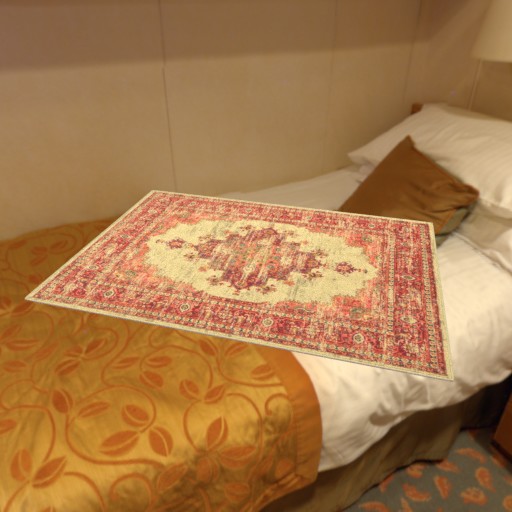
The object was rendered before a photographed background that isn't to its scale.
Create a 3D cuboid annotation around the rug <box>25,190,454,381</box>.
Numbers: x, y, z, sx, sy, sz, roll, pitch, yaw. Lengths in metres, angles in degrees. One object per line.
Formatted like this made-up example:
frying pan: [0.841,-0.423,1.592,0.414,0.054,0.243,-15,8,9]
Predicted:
rug: [0.000,0.000,3.646,2.878,0.014,2.005,8,33,13]
